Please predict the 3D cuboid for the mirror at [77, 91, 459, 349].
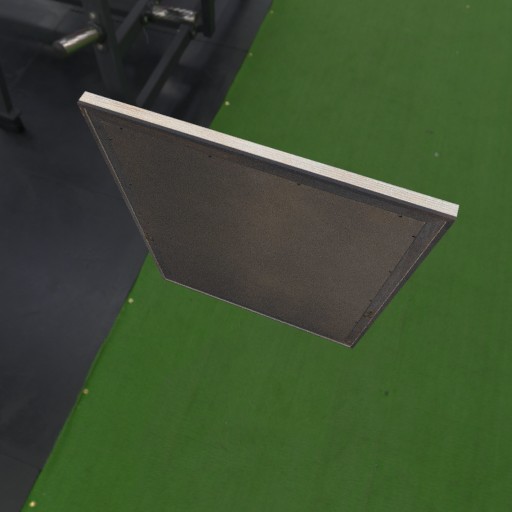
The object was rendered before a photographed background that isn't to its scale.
[{"bbox_3d":[0.000,0.000,1.204,0.730,0.882,0.032,19,66,9],"label":"mirror"}]
